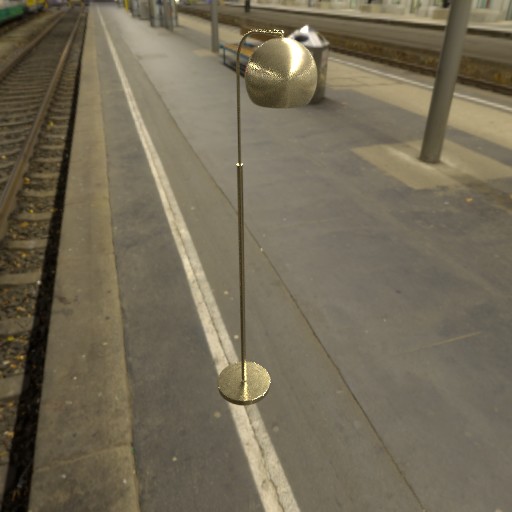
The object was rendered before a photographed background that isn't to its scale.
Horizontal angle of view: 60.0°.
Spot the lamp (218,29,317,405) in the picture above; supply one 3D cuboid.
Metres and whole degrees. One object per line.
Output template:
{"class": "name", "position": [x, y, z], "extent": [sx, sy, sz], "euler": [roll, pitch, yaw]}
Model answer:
{"class": "lamp", "position": [0.000, 0.000, 1.668], "extent": [0.250, 1.526, 0.431], "euler": [-23, 38, -33]}
